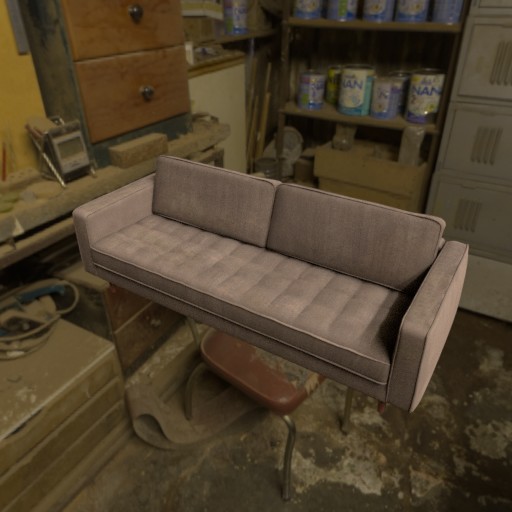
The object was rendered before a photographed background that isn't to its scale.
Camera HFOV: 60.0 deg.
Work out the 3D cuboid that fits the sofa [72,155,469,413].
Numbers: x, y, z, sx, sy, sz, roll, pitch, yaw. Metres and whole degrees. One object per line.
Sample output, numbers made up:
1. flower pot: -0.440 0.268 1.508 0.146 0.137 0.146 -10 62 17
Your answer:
1. sofa: 0.000 0.000 2.727 2.295 0.813 0.923 18 35 27
